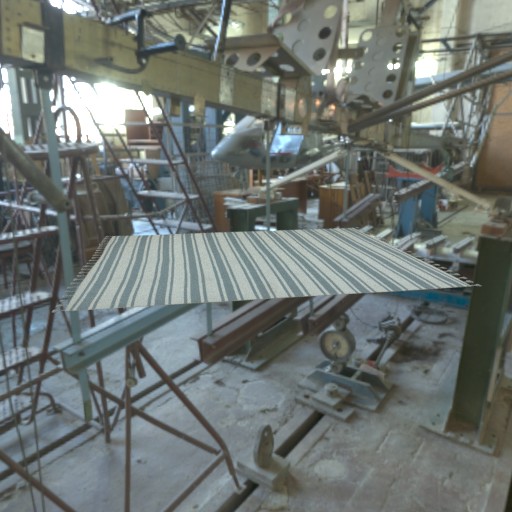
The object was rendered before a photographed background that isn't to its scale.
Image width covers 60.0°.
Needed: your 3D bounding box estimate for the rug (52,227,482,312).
[{"bbox_3d":[0.000,0.000,4.354,3.201,0.005,2.439,-3,15,-10],"label":"rug"}]
